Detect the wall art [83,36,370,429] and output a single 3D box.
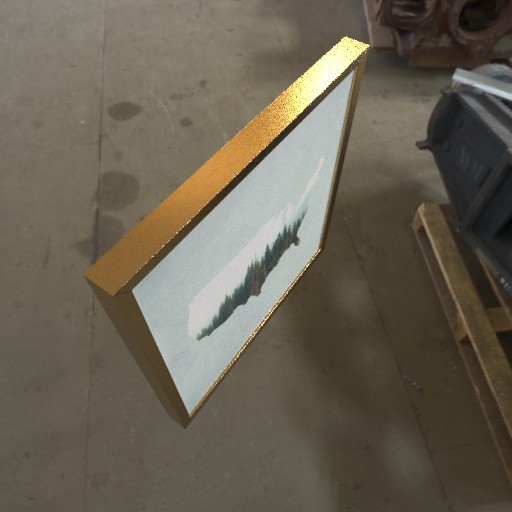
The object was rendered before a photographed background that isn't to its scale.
[{"bbox_3d":[0.000,0.000,0.741,0.040,0.509,0.509,31,61,19],"label":"wall art"}]
